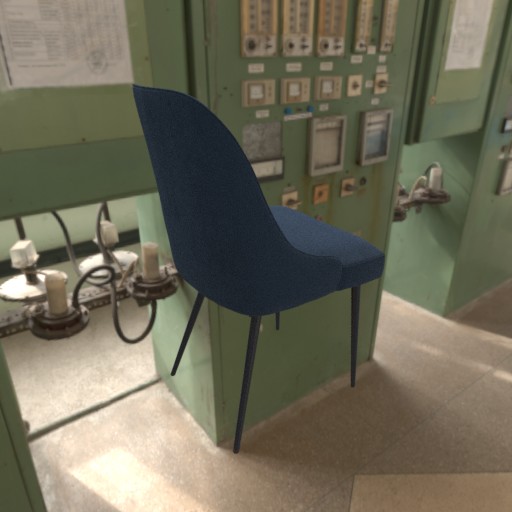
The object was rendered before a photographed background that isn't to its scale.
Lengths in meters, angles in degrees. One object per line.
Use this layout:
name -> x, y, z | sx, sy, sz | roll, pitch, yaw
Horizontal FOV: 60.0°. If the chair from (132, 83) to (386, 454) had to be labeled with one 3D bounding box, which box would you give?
chair -> 0.000, 0.000, 1.215 | 0.559, 0.896, 0.478 | -17, 30, -32
